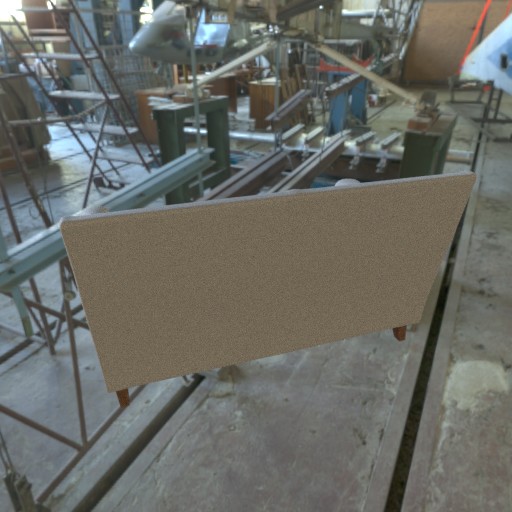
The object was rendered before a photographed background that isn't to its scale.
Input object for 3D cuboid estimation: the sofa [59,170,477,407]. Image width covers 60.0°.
[{"bbox_3d":[0.000,0.000,2.032,1.482,0.890,0.888,-9,28,-17],"label":"sofa"}]
